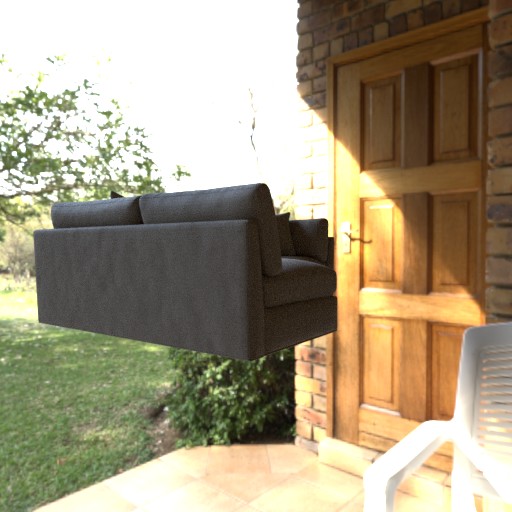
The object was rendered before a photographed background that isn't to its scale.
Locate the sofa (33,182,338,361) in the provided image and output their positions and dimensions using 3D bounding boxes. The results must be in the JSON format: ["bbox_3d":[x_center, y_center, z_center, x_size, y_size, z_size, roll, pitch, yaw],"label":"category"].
[{"bbox_3d":[0.000,0.000,3.867,1.994,0.978,2.896,1,1,35],"label":"sofa"}]
